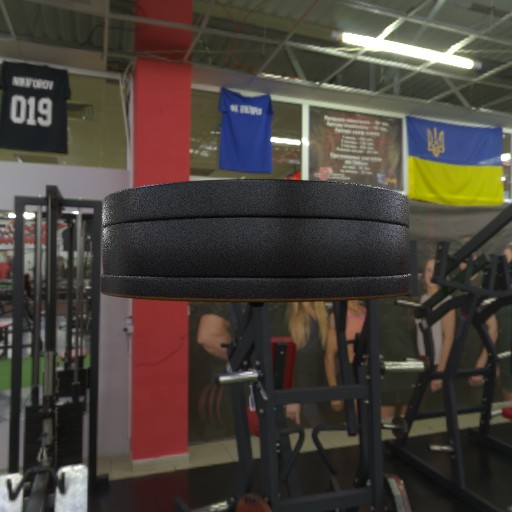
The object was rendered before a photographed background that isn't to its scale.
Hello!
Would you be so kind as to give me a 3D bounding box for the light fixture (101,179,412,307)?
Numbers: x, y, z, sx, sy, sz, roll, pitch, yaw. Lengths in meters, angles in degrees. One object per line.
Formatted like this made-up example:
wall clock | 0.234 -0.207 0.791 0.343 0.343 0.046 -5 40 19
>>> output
light fixture | 0.000 0.000 0.428 0.283 0.097 0.283 0 -1 0
